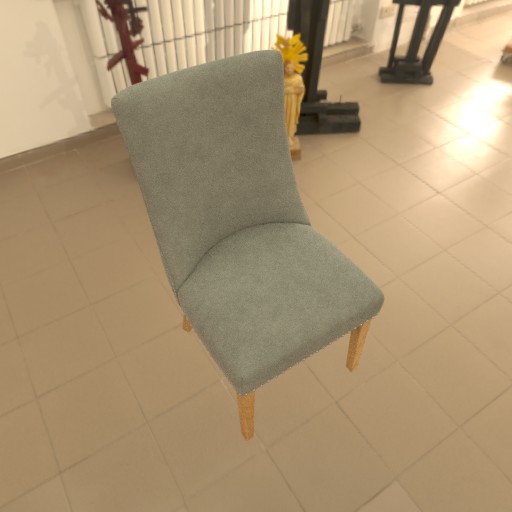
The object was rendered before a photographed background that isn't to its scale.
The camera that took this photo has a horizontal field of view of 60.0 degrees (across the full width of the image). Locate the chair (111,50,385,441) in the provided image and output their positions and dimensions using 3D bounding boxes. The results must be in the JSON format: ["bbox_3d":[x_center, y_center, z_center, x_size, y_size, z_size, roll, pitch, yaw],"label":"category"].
[{"bbox_3d":[0.000,0.000,1.279,0.495,0.902,0.610,-26,53,-22],"label":"chair"}]
